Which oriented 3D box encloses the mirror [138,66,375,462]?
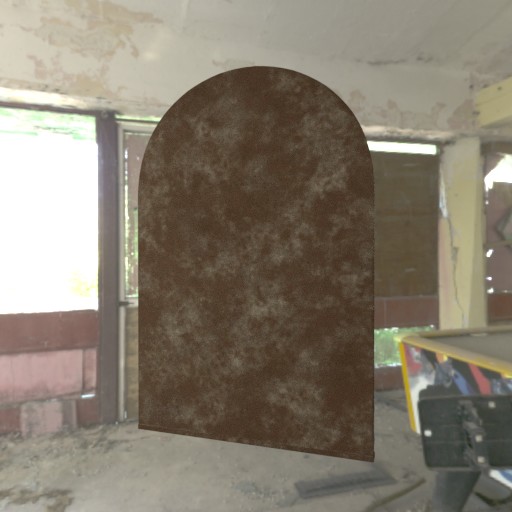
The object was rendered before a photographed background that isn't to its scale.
[{"bbox_3d":[0.000,0.000,0.969,0.510,0.770,0.137,0,1,18],"label":"mirror"}]
